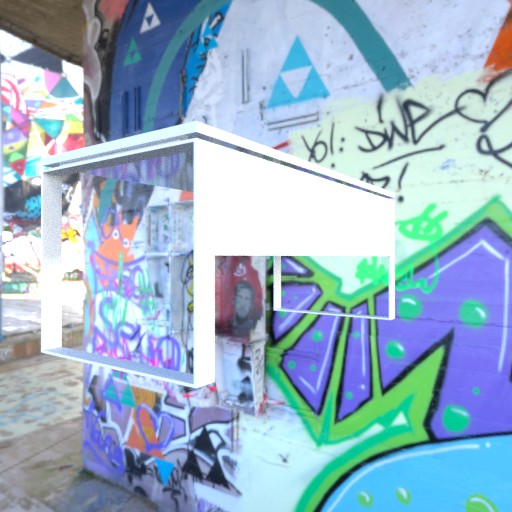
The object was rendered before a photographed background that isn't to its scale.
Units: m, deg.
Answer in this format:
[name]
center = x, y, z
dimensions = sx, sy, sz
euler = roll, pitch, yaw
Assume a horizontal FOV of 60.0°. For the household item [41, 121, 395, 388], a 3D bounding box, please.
[household item]
center = 0.000, 0.000, 2.150
dimensions = 0.800, 0.745, 1.700
euler = 0, 0, 35
